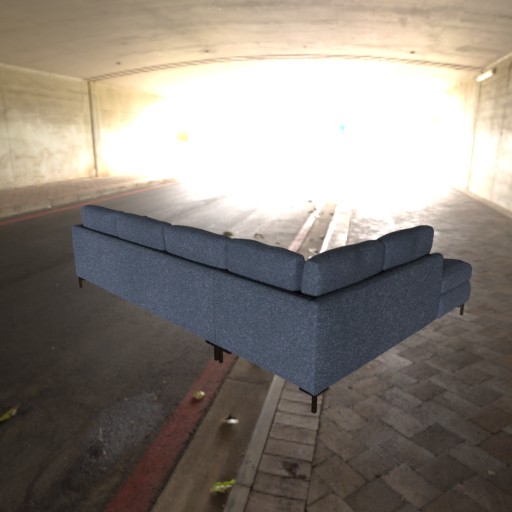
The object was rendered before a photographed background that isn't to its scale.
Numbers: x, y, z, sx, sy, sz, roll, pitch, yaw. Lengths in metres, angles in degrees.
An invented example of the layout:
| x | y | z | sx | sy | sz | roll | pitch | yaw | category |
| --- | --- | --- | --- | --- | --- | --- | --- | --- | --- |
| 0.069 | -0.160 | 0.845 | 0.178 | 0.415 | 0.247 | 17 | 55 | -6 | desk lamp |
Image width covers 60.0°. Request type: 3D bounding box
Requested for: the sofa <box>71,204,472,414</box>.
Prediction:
| x | y | z | sx | sy | sz | roll | pitch | yaw | category |
| --- | --- | --- | --- | --- | --- | --- | --- | --- | --- |
| 0.000 | 0.000 | 3.859 | 2.007 | 0.815 | 2.949 | -14 | 20 | -43 | sofa |
